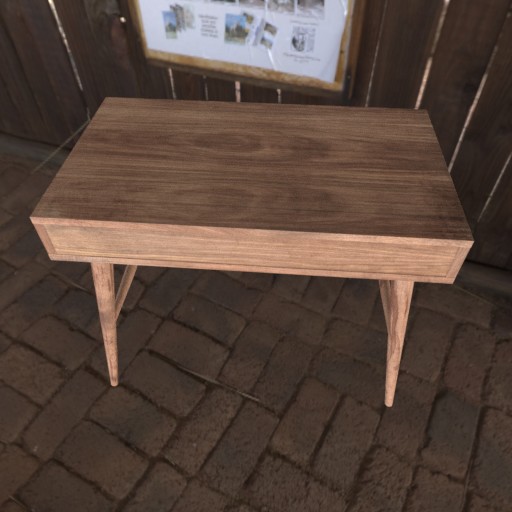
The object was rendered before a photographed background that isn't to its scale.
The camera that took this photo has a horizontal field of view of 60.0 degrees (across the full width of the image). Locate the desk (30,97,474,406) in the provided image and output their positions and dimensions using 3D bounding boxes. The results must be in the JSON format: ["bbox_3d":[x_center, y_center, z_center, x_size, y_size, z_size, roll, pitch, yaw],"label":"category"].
[{"bbox_3d":[0.000,0.000,1.407,0.949,0.758,0.588,3,47,3],"label":"desk"}]
